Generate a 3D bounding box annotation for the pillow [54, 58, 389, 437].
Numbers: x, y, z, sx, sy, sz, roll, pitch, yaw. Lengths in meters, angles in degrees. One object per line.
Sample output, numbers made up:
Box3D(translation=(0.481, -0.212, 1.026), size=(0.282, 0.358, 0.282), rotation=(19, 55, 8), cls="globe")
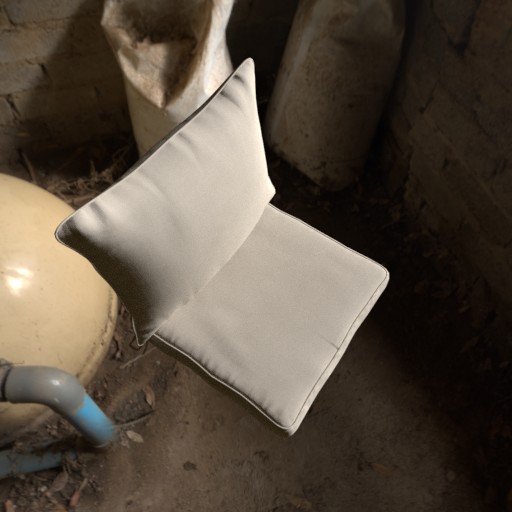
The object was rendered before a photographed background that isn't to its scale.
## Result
Box3D(translation=(0.000, 0.000, 1.361), size=(0.733, 0.716, 0.798), rotation=(31, 64, 17), cls="pillow")
